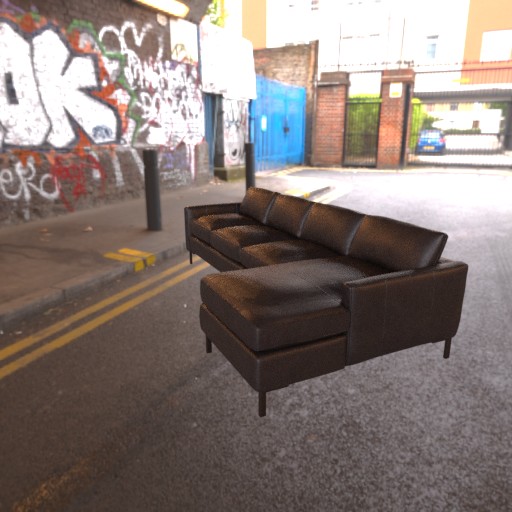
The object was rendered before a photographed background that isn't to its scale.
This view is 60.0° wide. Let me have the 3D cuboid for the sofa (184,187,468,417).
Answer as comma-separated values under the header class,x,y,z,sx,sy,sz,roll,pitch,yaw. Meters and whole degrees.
class,x,y,z,sx,sy,sz,roll,pitch,yaw
sofa,0.000,0.000,3.755,1.471,0.859,2.993,-8,17,-25
